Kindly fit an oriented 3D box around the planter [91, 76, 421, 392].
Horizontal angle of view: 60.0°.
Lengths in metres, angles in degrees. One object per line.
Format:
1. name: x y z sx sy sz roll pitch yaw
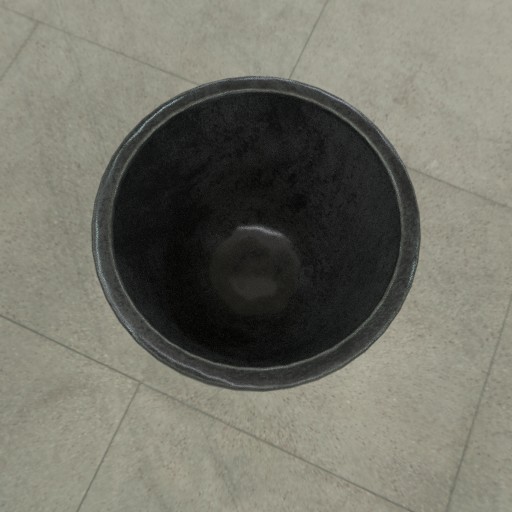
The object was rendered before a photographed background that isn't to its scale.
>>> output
1. planter: 0.000 0.000 0.304 0.172 0.160 0.172 0 76 0
